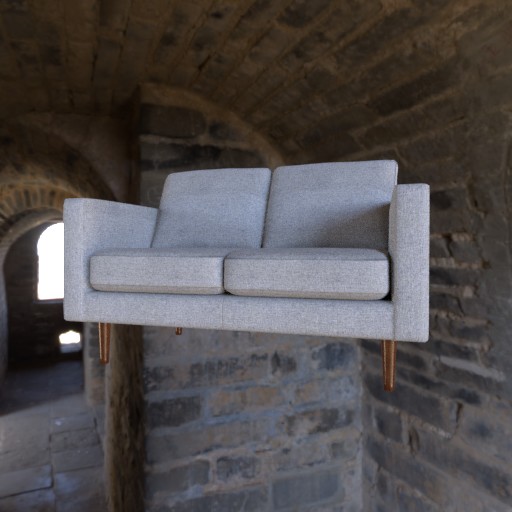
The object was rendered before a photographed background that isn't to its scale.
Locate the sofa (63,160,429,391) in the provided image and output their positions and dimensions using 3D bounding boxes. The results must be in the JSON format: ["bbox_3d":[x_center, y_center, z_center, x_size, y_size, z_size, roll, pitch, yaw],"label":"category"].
[{"bbox_3d":[0.000,0.000,2.159,1.527,0.973,0.969,0,1,18],"label":"sofa"}]
